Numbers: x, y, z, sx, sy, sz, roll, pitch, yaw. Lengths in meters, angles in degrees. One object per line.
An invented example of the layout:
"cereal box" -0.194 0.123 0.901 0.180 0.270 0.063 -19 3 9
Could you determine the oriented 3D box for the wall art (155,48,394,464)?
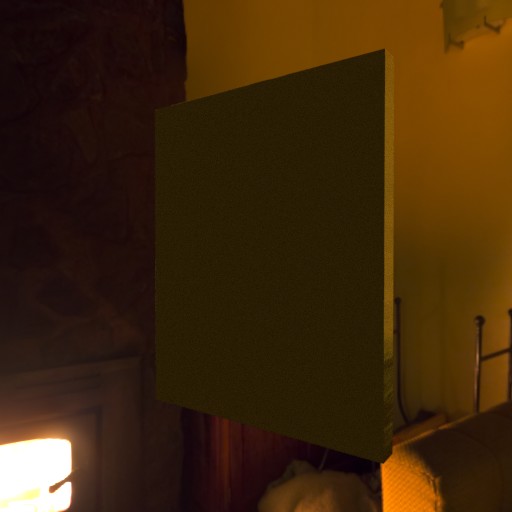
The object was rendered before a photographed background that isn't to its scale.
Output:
"wall art" 0.000 0.000 0.806 0.489 0.608 0.040 1 1 35
